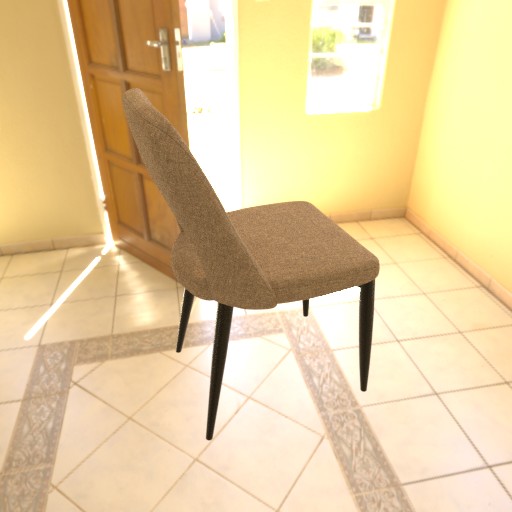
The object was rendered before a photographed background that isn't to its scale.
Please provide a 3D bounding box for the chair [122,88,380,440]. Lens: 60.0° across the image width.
[{"bbox_3d":[0.000,0.000,1.285,0.612,0.931,0.470,-11,33,-18],"label":"chair"}]
